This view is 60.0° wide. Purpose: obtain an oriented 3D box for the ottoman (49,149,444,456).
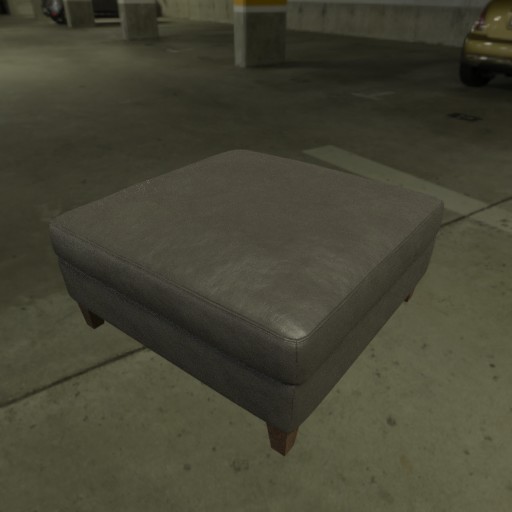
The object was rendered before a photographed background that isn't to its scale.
[{"bbox_3d":[0.000,0.000,1.335,0.836,0.415,0.844,22,37,32],"label":"ottoman"}]
